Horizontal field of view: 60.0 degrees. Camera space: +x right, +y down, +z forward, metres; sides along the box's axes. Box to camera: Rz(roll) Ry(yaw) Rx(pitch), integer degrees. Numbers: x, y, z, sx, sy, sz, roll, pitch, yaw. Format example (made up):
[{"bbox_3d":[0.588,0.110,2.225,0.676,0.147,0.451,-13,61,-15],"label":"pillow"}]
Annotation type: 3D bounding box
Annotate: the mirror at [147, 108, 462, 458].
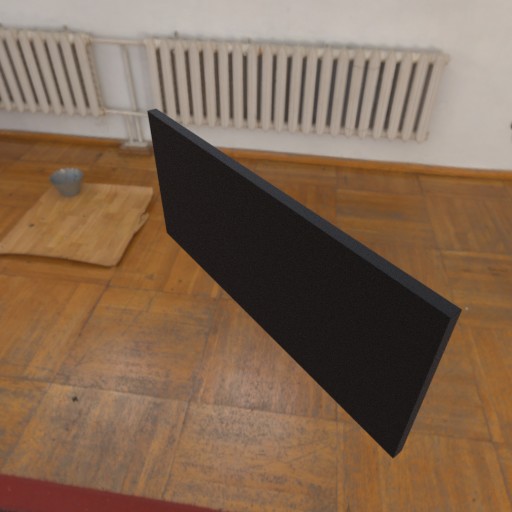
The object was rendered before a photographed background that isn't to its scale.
[{"bbox_3d":[0.000,0.000,1.759,0.047,0.692,1.584,-26,46,-28],"label":"mirror"}]
